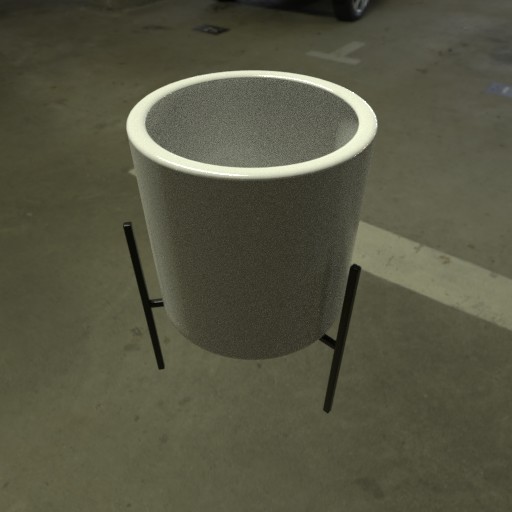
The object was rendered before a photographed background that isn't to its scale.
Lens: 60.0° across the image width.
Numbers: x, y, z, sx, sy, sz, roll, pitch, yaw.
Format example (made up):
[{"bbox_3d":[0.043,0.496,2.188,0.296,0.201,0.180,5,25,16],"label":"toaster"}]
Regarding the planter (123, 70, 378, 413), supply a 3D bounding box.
[{"bbox_3d":[0.000,0.000,0.515,0.239,0.356,0.239,12,43,13],"label":"planter"}]
